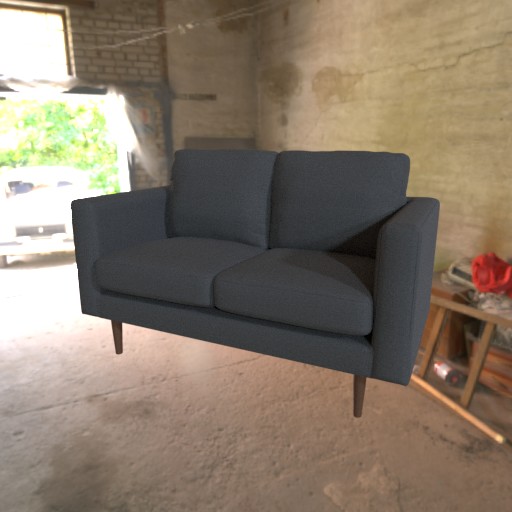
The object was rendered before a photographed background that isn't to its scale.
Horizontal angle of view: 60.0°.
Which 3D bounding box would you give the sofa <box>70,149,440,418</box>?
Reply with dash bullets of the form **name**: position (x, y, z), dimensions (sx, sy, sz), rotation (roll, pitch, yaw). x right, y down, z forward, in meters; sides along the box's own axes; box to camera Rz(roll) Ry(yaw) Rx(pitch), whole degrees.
- **sofa**: position (0.000, 0.000, 1.961), dimensions (1.430, 0.908, 0.796), rotation (7, 16, 25)
